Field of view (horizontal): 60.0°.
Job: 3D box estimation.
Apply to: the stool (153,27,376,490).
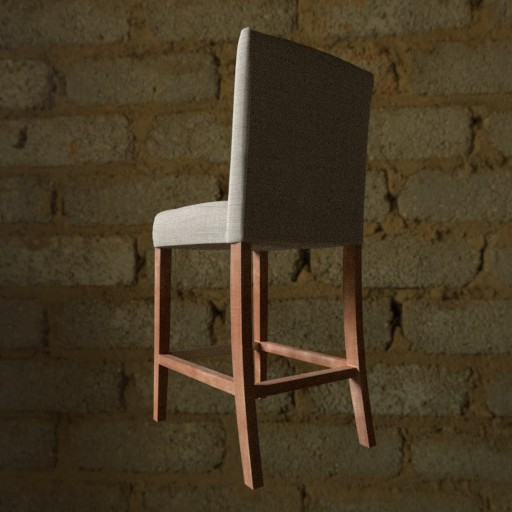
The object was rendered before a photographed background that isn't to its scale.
[{"bbox_3d":[0.000,0.000,1.321,0.454,1.039,0.567,1,-1,-35],"label":"stool"}]
